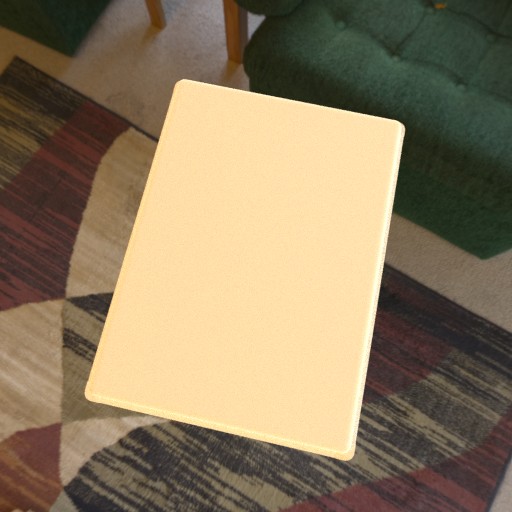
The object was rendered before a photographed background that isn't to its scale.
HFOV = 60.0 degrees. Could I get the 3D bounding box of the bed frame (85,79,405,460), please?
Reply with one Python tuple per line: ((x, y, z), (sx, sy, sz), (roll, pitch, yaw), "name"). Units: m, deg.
((0.000, 0.000, 2.552), (1.400, 0.406, 1.900), (12, 77, 3), "bed frame")
